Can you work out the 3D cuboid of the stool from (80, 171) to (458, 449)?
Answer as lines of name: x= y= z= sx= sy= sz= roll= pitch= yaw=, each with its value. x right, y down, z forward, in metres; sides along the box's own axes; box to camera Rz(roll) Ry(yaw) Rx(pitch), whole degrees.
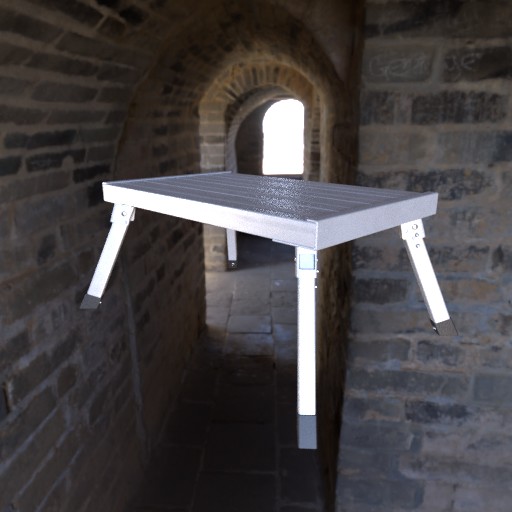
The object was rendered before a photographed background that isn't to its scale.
stool: x=0.000 y=0.000 z=0.722 sx=0.535 sy=0.225 sz=0.385 roll=16 pitch=22 yaw=43
